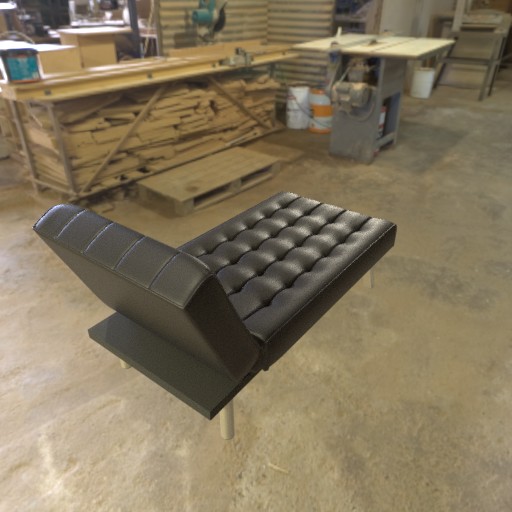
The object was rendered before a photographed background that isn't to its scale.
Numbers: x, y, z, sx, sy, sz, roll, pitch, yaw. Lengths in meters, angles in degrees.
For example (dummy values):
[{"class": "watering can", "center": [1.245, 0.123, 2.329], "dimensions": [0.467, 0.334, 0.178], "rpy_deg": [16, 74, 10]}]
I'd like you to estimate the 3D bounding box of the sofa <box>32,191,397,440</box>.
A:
[{"class": "sofa", "center": [0.000, 0.000, 2.028], "dimensions": [0.760, 0.820, 1.560], "rpy_deg": [22, 37, 31]}]
